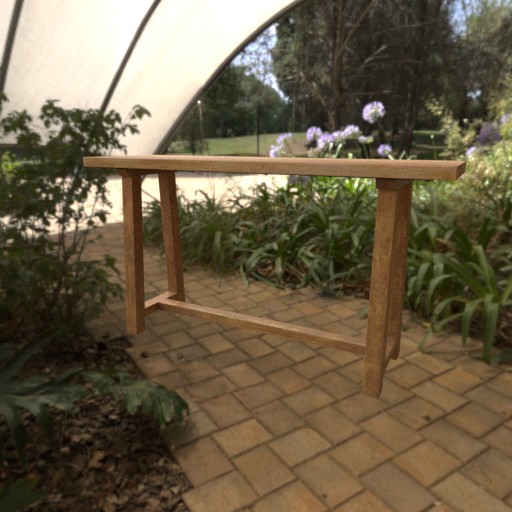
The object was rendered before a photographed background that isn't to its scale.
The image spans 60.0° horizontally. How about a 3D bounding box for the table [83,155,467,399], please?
[{"bbox_3d":[0.000,0.000,1.892,1.524,0.810,0.405,8,16,27],"label":"table"}]
